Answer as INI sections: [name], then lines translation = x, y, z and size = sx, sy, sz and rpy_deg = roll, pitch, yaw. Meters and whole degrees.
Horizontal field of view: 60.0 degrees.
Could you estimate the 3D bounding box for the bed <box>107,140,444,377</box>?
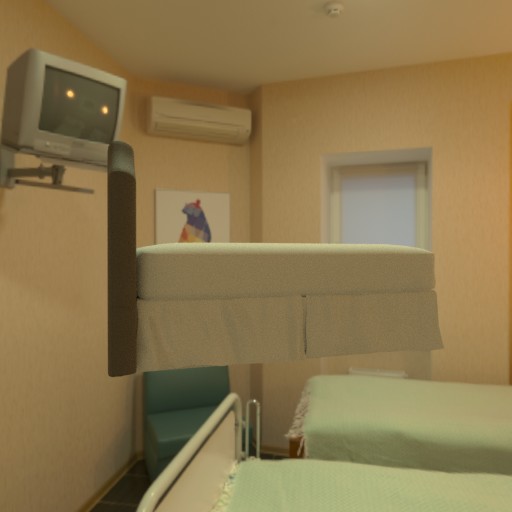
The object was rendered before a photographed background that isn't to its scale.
[bed]
translation = 0.000, 0.000, 3.436
size = 2.181, 1.297, 1.831
rpy_deg = 0, 0, -19
